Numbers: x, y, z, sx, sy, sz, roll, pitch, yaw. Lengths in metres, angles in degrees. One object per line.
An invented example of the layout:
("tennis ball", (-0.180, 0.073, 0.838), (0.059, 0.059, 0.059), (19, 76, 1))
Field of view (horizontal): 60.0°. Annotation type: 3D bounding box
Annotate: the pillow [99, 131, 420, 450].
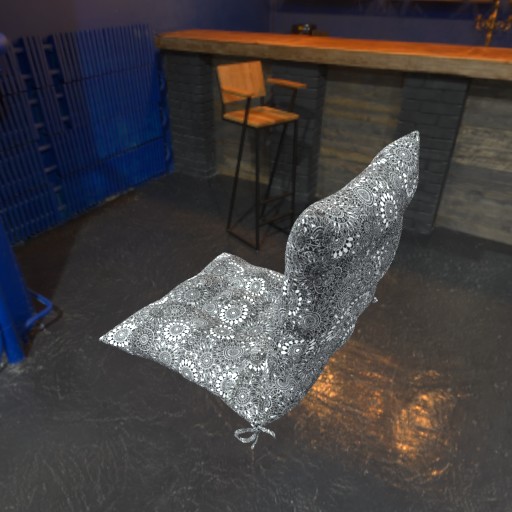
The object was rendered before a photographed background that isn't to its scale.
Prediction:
("pillow", (0.000, 0.000, 1.007), (0.585, 0.536, 0.541), (19, 37, 28))
